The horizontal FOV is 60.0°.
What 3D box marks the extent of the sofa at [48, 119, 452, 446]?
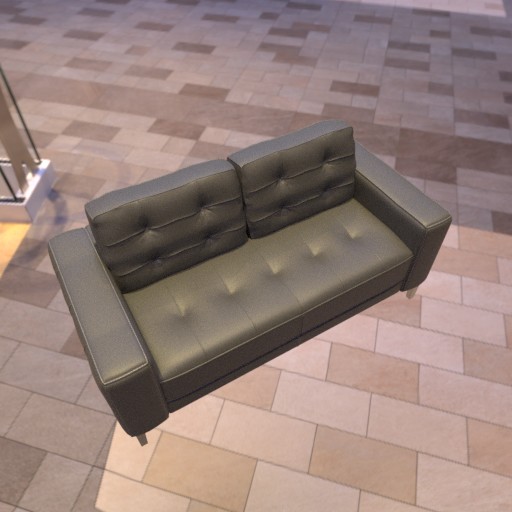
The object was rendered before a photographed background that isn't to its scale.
[{"bbox_3d":[0.000,0.000,2.160,1.726,0.893,0.833,-24,52,-20],"label":"sofa"}]
